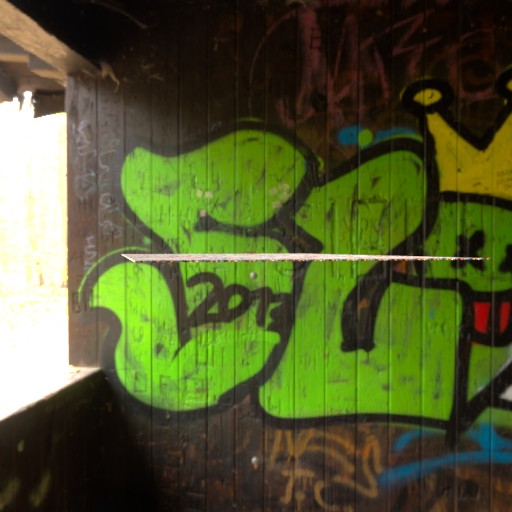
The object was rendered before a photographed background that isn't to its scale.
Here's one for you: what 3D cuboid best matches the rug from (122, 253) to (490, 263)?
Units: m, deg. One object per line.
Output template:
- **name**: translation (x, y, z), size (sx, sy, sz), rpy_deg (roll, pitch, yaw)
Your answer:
- **rug**: translation (0.000, 0.000, 4.321), size (2.439, 0.015, 3.274), rpy_deg (0, 1, -18)
